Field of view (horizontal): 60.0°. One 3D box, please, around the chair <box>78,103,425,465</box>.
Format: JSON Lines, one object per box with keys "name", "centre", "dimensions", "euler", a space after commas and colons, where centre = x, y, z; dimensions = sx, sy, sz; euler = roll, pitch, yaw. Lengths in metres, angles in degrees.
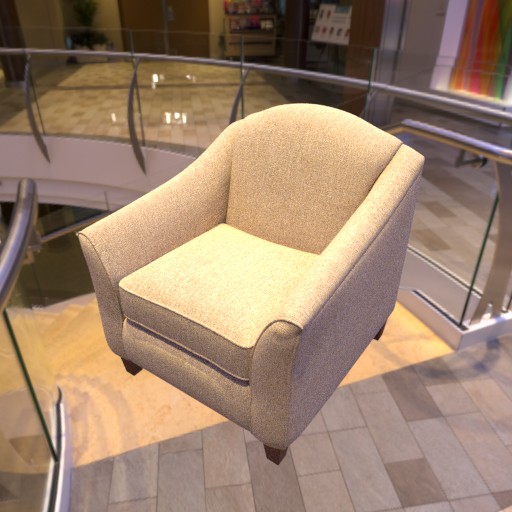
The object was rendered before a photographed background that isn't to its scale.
{"name": "chair", "centre": [0.000, 0.000, 1.441], "dimensions": [0.763, 0.839, 0.787], "euler": [19, 35, 30]}
